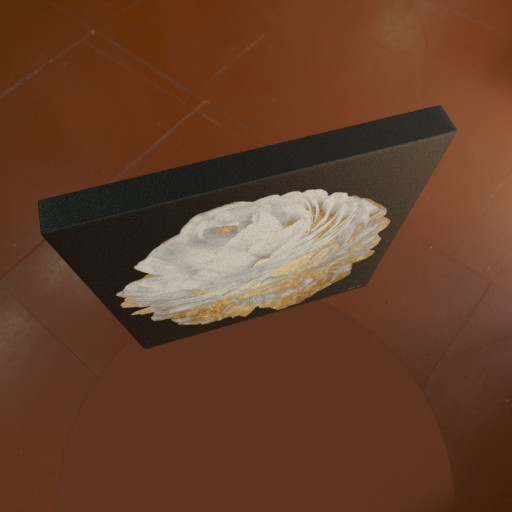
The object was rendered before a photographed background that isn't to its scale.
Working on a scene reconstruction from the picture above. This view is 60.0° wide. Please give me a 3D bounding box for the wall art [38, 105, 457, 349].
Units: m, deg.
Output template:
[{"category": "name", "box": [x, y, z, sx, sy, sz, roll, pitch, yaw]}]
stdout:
[{"category": "wall art", "box": [0.000, 0.000, 0.602, 0.406, 0.407, 0.041, -15, 65, -7]}]
